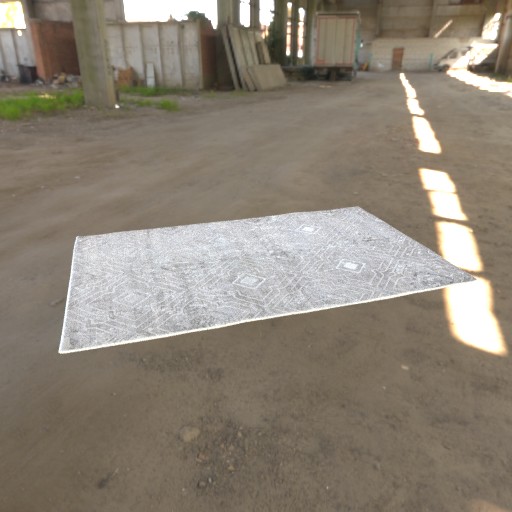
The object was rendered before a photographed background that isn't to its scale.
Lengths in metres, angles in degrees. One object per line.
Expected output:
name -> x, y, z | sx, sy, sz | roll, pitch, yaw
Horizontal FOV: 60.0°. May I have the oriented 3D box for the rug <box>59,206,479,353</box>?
rug -> 0.000, 0.000, 3.104 | 2.447, 0.036, 1.537 | -7, 26, -16
